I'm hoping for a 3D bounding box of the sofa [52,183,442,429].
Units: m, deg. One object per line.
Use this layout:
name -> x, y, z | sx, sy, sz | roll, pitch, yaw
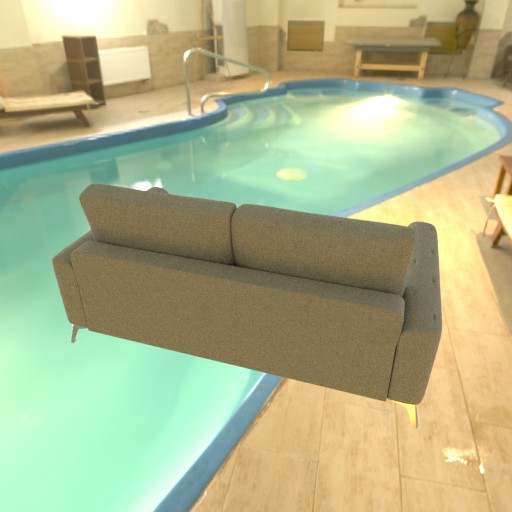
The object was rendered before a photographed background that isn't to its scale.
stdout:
sofa -> 0.000, 0.000, 2.138 | 1.650, 0.790, 0.920 | 9, 32, 15
